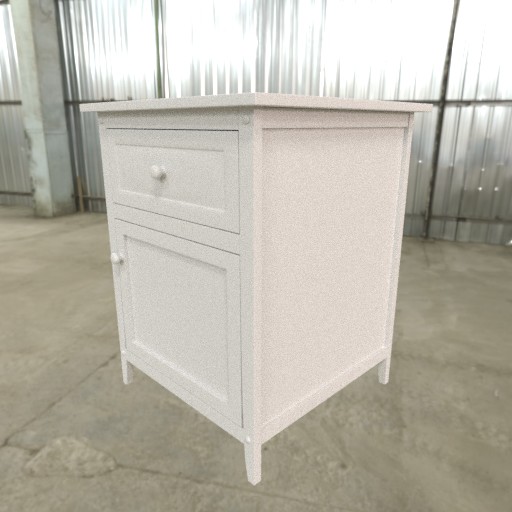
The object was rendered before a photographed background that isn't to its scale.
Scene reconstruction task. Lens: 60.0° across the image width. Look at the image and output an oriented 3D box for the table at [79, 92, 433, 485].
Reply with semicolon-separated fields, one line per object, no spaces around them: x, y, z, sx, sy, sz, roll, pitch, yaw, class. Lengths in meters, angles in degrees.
0.000;0.000;0.743;0.381;0.483;0.381;-16;23;-42;table
